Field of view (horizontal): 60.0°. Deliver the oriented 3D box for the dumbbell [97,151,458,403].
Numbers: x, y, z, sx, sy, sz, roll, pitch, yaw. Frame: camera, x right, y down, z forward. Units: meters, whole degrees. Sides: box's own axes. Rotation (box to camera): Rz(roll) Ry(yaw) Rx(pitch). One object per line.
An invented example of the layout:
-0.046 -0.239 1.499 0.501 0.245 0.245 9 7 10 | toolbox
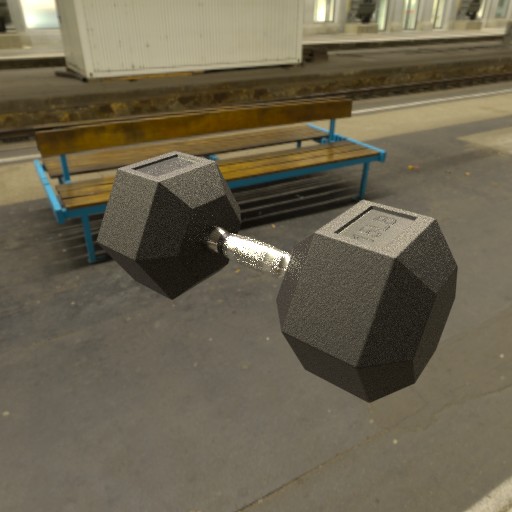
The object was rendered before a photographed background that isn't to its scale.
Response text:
0.000 0.000 0.335 0.271 0.106 0.122 21 36 32 | dumbbell
